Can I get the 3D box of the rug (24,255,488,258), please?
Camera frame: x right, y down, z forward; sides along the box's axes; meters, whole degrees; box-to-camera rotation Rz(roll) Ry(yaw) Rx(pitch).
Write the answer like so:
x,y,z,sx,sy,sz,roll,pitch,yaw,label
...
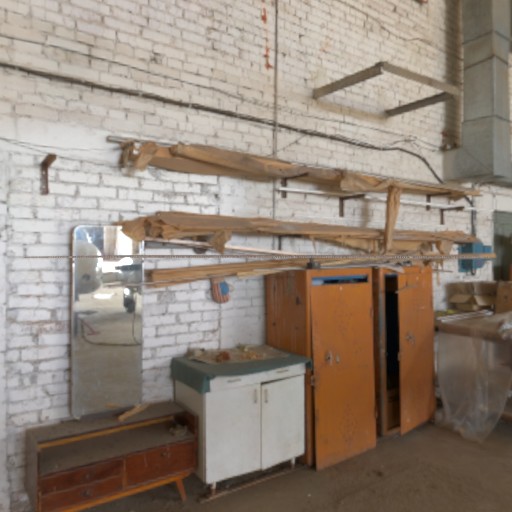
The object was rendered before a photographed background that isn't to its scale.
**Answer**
x,y,z,sx,sy,sz,roll,pitch,yaw,label
0.000,0.000,4.101,3.035,0.008,2.425,0,0,0,rug
